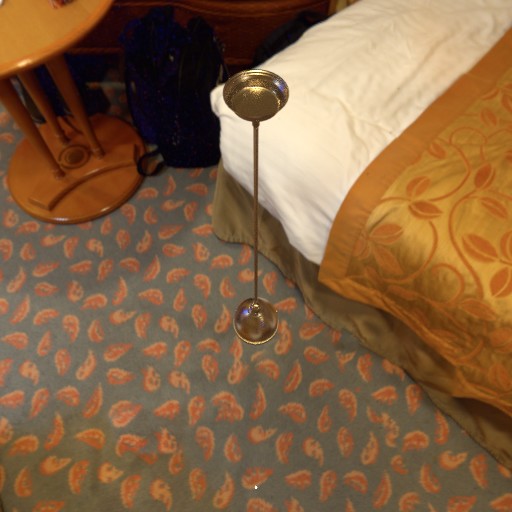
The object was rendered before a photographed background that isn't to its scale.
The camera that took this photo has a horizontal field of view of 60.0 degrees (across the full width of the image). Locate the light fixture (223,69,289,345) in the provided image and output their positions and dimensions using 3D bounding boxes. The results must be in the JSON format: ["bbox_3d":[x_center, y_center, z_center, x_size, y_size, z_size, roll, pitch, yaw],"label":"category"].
[{"bbox_3d":[0.000,0.000,1.468,0.211,1.367,0.217,-2,62,-1],"label":"light fixture"}]
